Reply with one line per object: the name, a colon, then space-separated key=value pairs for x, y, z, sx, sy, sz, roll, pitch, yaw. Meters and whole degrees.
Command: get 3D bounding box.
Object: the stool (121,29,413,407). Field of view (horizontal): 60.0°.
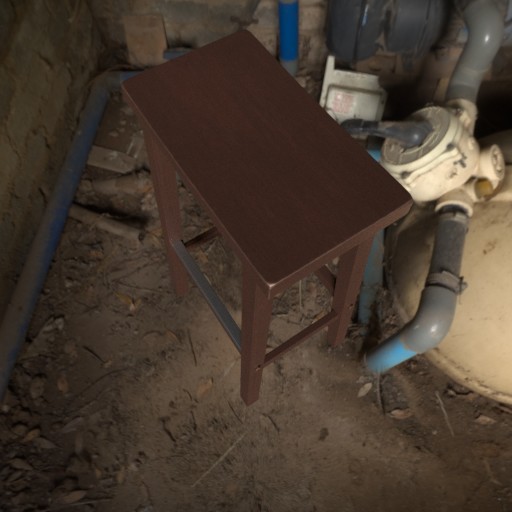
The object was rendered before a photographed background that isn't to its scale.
stool: x=0.000 y=0.000 z=0.952 sx=0.322 sy=0.742 sz=0.406 roll=-30 pitch=67 yaw=-14
